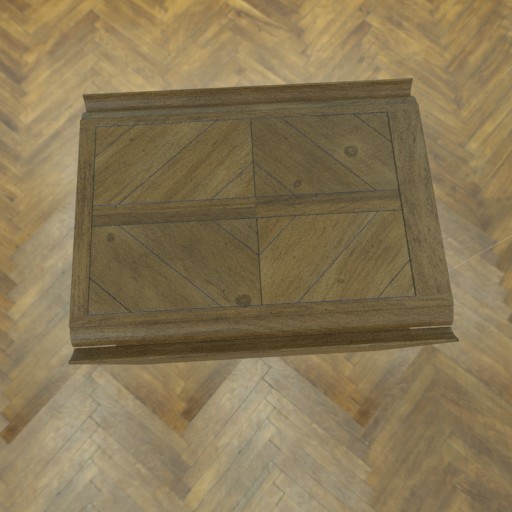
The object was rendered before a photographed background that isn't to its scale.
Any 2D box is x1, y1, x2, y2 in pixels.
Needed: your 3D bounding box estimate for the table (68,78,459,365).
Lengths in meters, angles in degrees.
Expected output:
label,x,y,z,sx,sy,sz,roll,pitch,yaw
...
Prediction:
label,x,y,z,sx,sy,sz,roll,pitch,yaw
table,0.000,0.000,1.283,0.746,0.763,0.591,-3,75,-1
